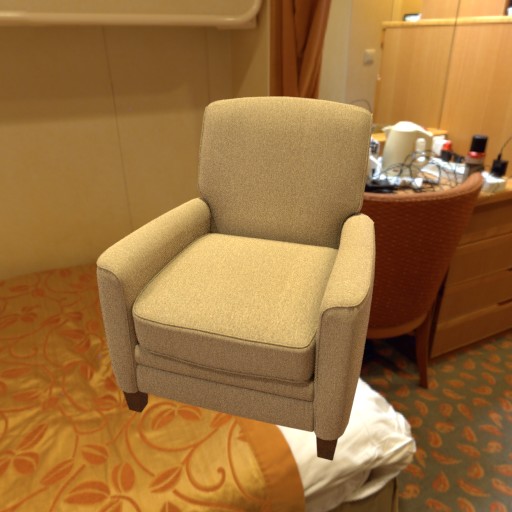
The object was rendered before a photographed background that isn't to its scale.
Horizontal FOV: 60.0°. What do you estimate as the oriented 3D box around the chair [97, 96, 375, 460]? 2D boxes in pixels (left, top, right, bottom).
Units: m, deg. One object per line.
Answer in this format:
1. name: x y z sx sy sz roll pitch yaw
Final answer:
1. chair: 0.000 0.000 1.617 0.848 1.014 0.864 8 27 15
